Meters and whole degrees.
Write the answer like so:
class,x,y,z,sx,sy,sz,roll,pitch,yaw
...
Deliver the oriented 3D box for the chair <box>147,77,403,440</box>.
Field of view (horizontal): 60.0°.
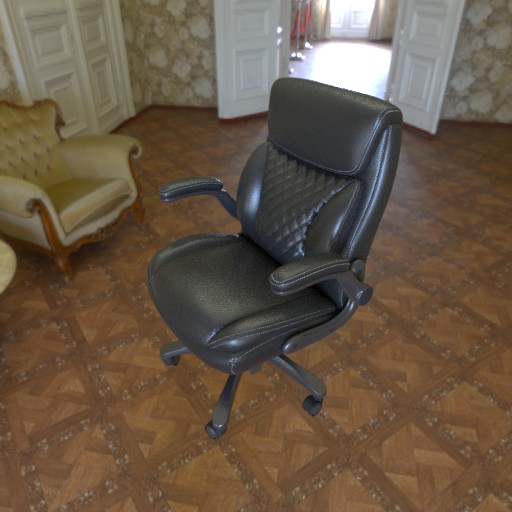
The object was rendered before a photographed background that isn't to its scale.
class,x,y,z,sx,sy,sz,roll,pitch,yaw
chair,0.000,0.000,1.602,0.724,1.110,0.782,-21,38,-29
